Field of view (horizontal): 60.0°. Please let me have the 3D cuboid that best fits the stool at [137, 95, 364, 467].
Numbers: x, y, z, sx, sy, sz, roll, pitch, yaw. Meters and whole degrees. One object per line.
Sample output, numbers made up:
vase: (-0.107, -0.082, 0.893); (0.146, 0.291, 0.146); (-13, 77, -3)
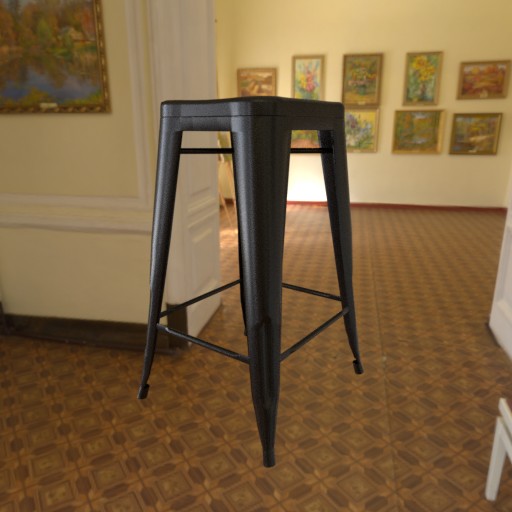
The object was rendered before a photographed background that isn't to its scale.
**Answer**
stool: (0.000, 0.000, 0.924); (0.423, 0.609, 0.455); (8, 18, 24)
